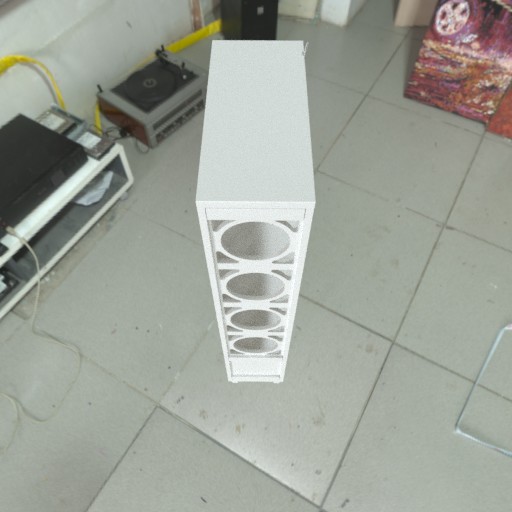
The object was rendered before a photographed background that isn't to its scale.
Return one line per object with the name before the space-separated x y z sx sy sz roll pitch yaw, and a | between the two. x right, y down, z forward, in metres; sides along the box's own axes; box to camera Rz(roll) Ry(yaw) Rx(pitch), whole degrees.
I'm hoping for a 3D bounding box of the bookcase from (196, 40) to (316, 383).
bookcase | 0.000 0.000 2.190 0.361 1.869 0.761 0 58 0
